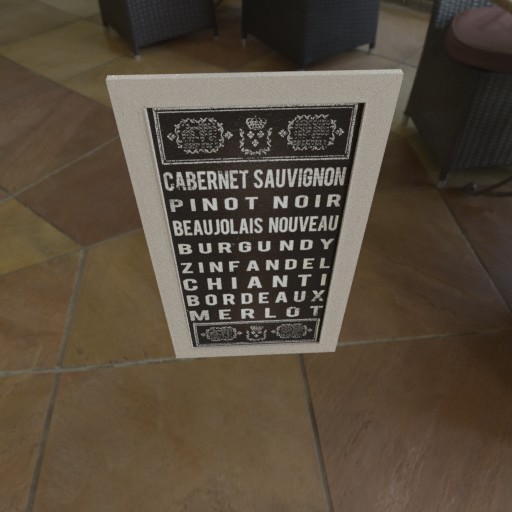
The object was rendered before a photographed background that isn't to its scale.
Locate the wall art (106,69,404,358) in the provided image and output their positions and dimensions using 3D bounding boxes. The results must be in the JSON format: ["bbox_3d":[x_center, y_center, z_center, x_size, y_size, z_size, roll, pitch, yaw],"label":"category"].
[{"bbox_3d":[0.000,0.000,0.818,0.380,0.683,0.013,-2,47,-2],"label":"wall art"}]
